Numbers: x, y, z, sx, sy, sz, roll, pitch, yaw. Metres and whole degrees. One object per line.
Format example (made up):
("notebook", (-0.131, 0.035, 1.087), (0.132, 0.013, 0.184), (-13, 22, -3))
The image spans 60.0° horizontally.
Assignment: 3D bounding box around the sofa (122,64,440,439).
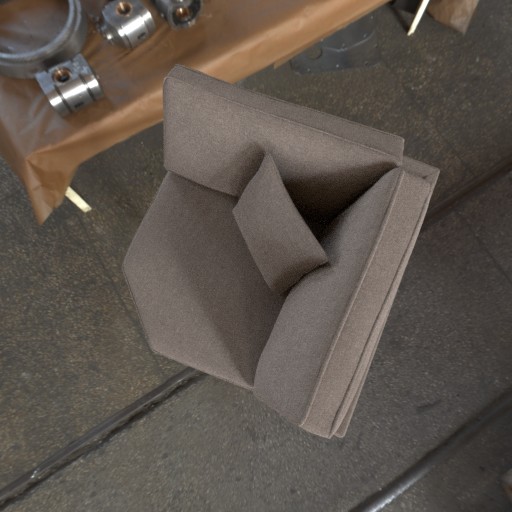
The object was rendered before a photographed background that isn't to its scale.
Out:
("sofa", (0.000, 0.000, 1.856), (1.050, 0.951, 1.042), (23, 78, 5))
